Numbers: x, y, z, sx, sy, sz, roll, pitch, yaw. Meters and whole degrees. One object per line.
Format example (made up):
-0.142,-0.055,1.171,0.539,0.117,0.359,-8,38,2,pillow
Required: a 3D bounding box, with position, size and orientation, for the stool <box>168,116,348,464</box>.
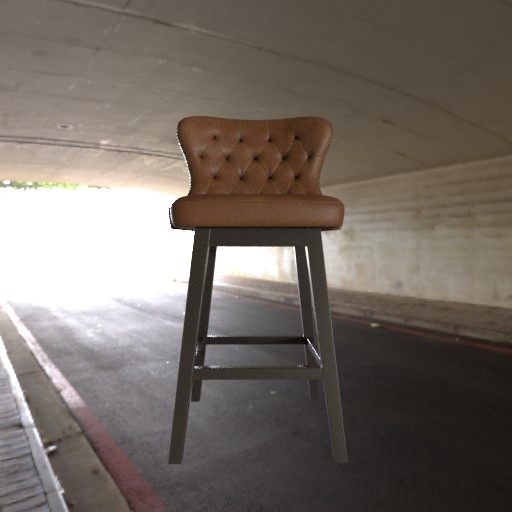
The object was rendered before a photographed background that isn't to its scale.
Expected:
0.000,0.000,1.336,0.528,0.971,0.593,0,1,-1,stool
